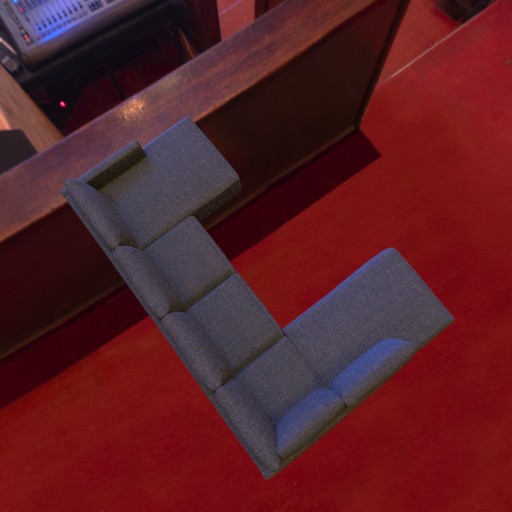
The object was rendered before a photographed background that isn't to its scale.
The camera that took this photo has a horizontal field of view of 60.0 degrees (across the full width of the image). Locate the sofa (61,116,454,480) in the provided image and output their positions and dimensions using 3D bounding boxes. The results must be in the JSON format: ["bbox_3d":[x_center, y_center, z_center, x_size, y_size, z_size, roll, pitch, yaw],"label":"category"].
[{"bbox_3d":[0.000,0.000,3.578,1.879,0.753,2.737,-37,79,-8],"label":"sofa"}]
